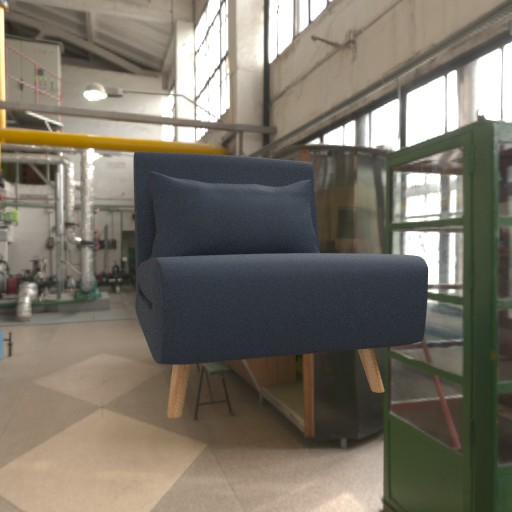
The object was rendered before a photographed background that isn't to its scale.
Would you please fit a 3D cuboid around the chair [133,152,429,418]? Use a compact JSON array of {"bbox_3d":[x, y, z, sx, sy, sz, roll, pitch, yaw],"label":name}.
[{"bbox_3d":[0.000,0.000,1.508,0.770,0.808,0.900,-1,2,-18],"label":"chair"}]
